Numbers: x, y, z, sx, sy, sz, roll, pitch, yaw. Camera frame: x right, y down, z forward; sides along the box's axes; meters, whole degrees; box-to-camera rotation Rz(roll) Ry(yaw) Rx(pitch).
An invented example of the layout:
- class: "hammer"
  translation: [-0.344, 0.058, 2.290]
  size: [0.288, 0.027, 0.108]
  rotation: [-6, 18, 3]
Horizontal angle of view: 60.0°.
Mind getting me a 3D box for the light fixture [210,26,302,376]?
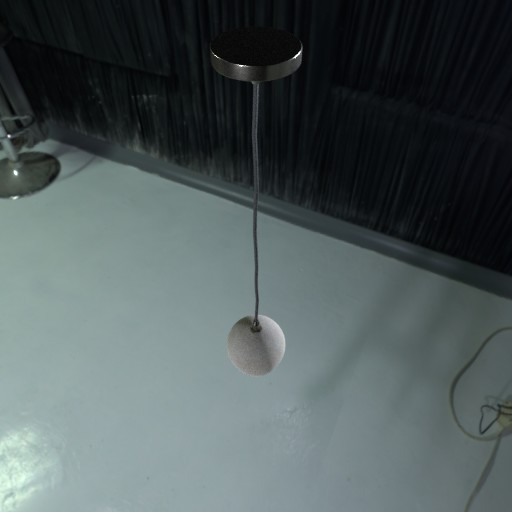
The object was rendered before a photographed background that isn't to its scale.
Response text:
- class: "light fixture"
  translation: [0.000, 0.000, 0.817]
  size: [0.139, 0.764, 0.139]
  rotation: [18, 51, 15]
